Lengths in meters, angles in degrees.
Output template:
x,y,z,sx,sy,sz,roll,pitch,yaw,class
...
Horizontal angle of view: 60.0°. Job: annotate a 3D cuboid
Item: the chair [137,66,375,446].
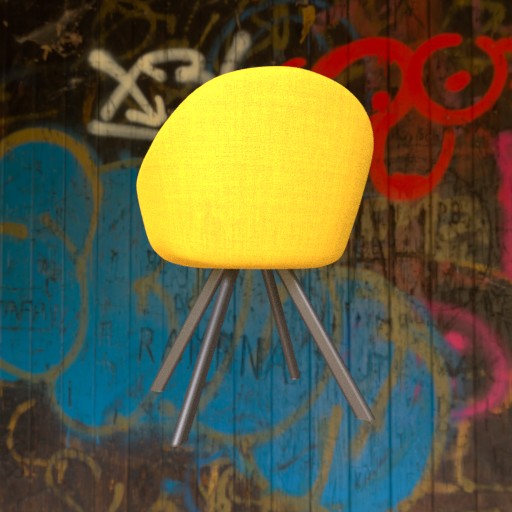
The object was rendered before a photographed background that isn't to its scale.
x,y,z,sx,sy,sz,roll,pitch,yaw,class
0.000,0.000,1.169,0.590,0.795,0.550,0,-1,-19,chair
